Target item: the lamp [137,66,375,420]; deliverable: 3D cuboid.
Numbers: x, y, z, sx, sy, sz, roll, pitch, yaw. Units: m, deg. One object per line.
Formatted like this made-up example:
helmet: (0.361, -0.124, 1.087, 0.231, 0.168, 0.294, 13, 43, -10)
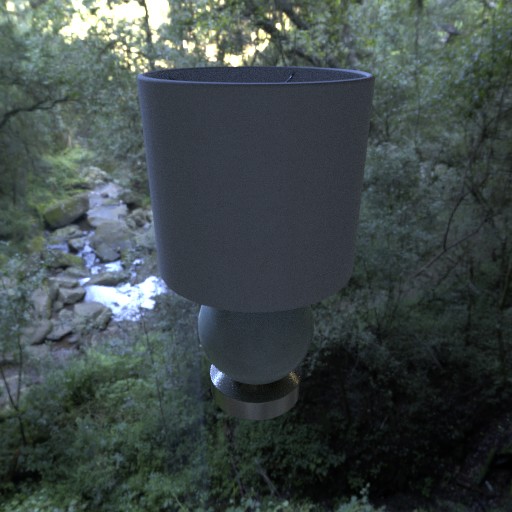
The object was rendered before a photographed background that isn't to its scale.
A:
lamp: (0.000, 0.000, 0.461, 0.201, 0.353, 0.201, 0, 26, 0)
